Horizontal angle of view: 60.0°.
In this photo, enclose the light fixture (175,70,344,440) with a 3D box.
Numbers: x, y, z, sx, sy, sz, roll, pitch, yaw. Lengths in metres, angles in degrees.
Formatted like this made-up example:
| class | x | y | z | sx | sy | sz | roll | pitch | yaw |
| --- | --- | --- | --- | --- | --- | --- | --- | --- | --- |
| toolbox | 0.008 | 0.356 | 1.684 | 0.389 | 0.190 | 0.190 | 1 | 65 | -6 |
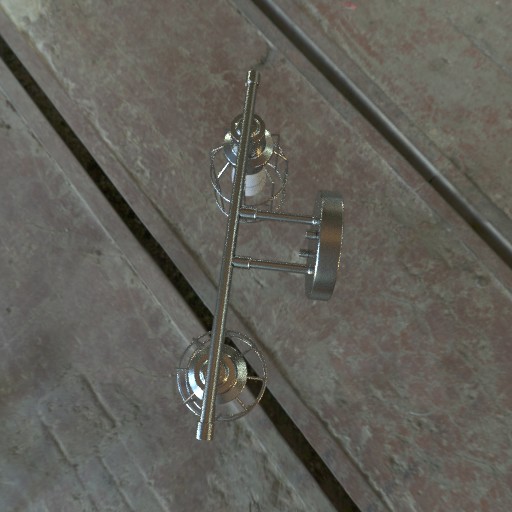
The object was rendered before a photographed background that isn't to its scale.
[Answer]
| class | x | y | z | sx | sy | sz | roll | pitch | yaw |
| --- | --- | --- | --- | --- | --- | --- | --- | --- | --- |
| light fixture | 0.000 | 0.000 | 0.538 | 0.165 | 0.254 | 0.406 | 6 | 74 | 2 |
